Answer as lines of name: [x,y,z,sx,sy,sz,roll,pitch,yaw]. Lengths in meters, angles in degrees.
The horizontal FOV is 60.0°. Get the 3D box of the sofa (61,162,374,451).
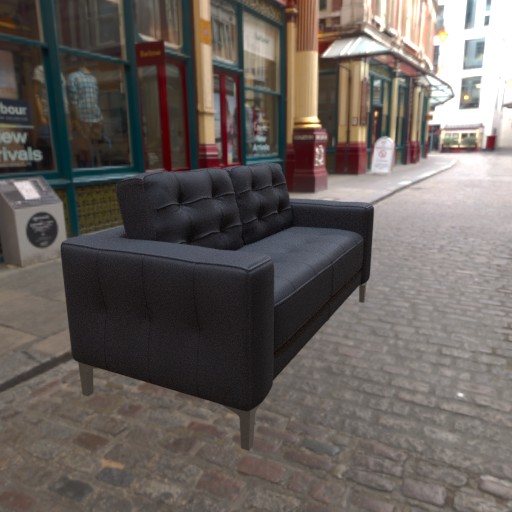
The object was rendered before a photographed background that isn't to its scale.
sofa: [0.000,0.000,2.256,0.833,0.893,1.726,7,16,26]
